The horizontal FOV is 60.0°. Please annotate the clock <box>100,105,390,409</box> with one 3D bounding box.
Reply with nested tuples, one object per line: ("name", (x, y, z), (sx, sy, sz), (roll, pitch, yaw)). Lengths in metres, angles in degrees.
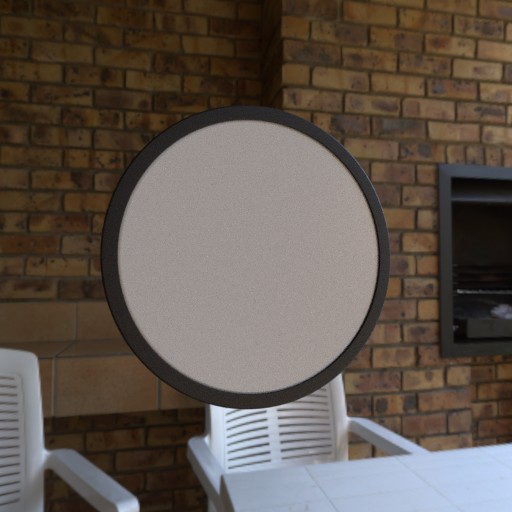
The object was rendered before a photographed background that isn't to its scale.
("clock", (0.000, 0.000, 0.443), (0.293, 0.293, 0.040), (1, -2, -18))
